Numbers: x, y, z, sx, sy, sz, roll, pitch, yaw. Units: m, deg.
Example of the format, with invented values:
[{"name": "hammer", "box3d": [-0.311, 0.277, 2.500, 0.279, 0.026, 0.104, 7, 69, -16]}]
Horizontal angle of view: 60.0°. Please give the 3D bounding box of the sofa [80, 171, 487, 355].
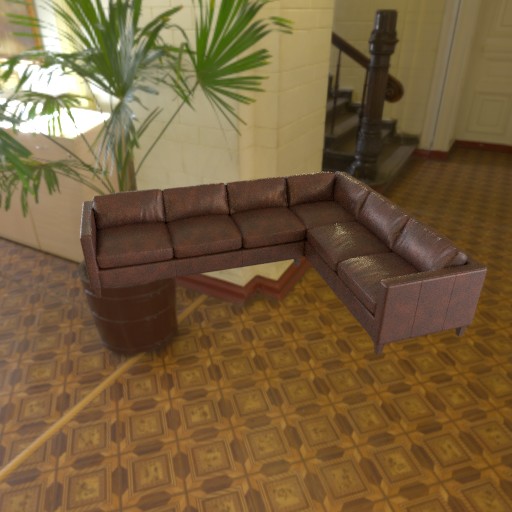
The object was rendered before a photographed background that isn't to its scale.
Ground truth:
[{"name": "sofa", "box3d": [0.000, 0.000, 4.286, 3.152, 0.836, 2.438, -8, 30, -15]}]
